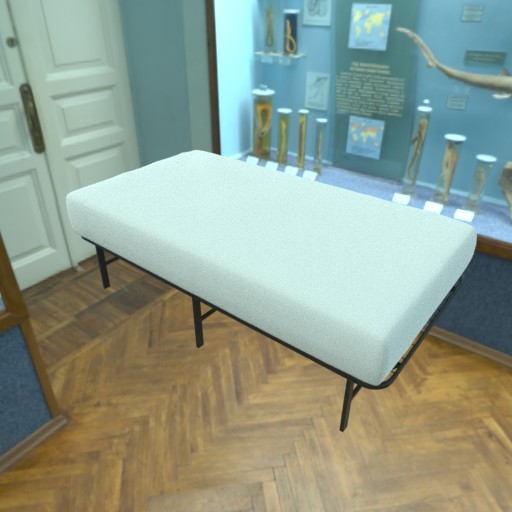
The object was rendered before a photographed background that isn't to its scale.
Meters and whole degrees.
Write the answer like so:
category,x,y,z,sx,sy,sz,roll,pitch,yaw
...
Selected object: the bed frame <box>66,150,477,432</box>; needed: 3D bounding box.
category,x,y,z,sx,sy,sz,roll,pitch,yaw
bed frame,0.000,0.000,2.379,1.908,0.640,1.025,22,38,32
